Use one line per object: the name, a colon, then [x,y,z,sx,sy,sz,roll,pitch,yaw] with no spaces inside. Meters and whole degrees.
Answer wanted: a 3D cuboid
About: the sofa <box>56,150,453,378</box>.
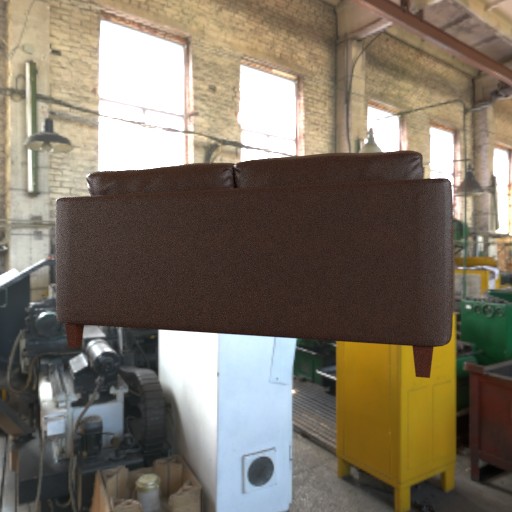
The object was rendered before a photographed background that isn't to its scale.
sofa: [0.000,0.000,2.392,1.883,0.933,0.951,0,0,19]
